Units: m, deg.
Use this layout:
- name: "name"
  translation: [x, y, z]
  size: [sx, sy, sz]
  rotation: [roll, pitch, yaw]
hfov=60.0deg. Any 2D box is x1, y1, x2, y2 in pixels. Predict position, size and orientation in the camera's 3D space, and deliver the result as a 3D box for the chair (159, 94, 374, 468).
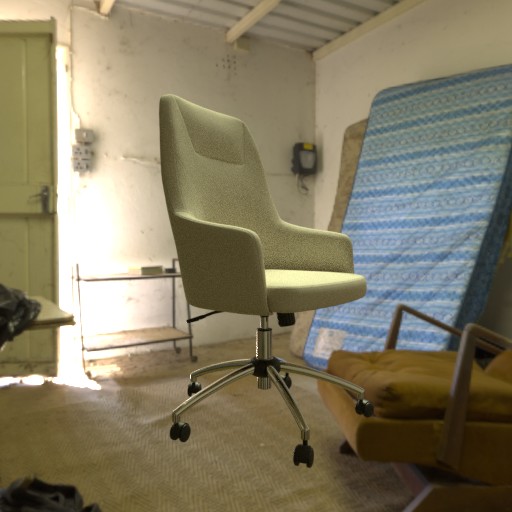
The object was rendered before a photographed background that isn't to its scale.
- name: "chair"
  translation: [0.000, 0.000, 1.447]
  size: [0.640, 1.049, 0.620]
  rotation: [1, 2, 36]
